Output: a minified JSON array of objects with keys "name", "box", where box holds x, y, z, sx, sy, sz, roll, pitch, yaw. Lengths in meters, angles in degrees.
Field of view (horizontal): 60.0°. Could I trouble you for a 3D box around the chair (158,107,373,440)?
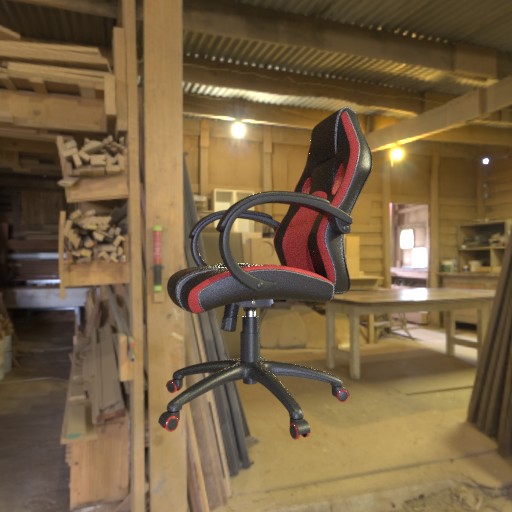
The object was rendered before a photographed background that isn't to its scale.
[{"name":"chair","box":[0.000,0.000,1.762,0.783,1.189,0.750,0,0,-17]}]
